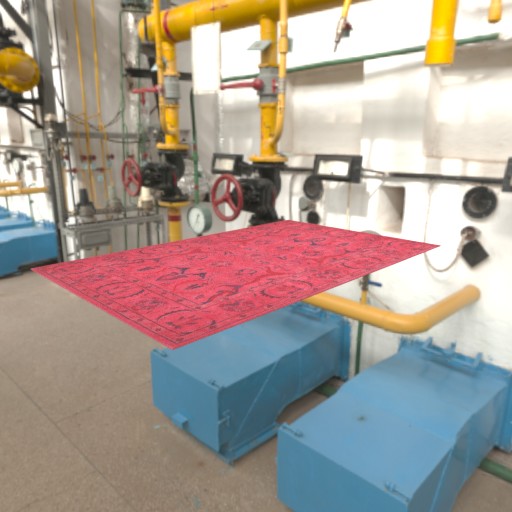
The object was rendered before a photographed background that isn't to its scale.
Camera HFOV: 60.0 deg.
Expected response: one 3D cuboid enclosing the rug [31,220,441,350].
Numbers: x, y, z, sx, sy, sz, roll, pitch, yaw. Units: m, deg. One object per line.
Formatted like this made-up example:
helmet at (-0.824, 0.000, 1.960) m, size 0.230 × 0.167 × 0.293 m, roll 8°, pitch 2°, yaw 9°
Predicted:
rug at (0.000, 0.000, 3.052) m, size 2.423 × 0.010 × 1.534 m, roll -14°, pitch 20°, yaw -43°
